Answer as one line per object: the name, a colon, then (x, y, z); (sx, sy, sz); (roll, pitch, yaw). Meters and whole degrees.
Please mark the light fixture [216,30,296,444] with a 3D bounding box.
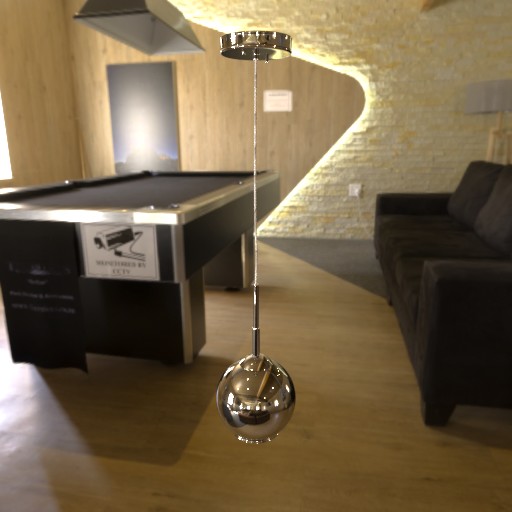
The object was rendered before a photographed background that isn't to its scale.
light fixture: (0.000, 0.000, 1.715); (0.336, 1.538, 0.336); (7, 16, 26)
